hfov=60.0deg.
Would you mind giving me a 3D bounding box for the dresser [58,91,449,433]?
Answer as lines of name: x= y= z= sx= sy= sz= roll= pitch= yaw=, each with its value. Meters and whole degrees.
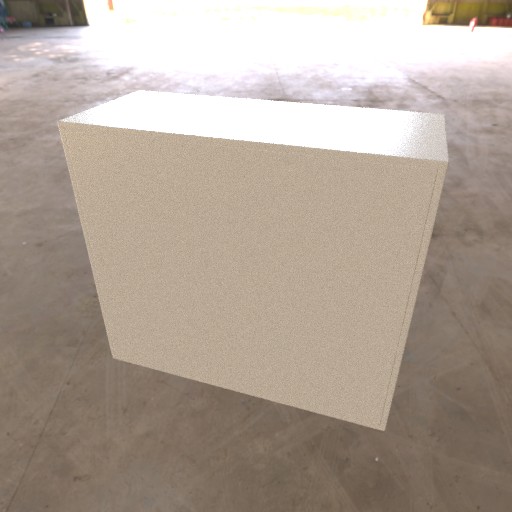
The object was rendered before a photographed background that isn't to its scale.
dresser: x=0.000 y=0.000 z=1.624 sx=1.100 sy=1.000 sz=0.460 roll=10 pitch=33 yaw=16
